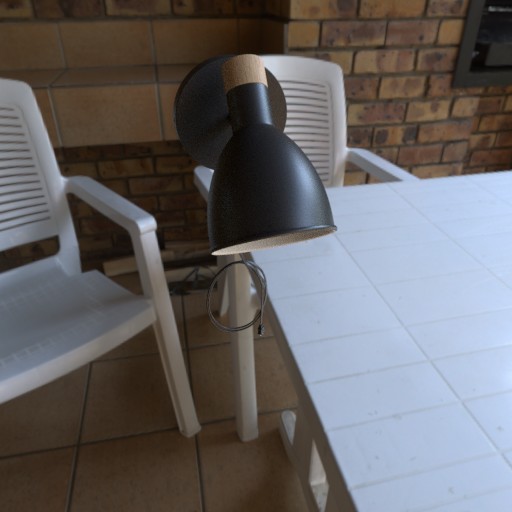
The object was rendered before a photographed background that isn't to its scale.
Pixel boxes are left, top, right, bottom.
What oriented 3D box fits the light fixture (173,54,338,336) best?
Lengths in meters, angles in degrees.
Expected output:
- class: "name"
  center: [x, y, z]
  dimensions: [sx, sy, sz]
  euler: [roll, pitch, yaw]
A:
- class: "light fixture"
  center: [0.000, 0.000, 0.489]
  dimensions: [0.127, 0.401, 0.203]
  euler: [-9, 33, -15]
